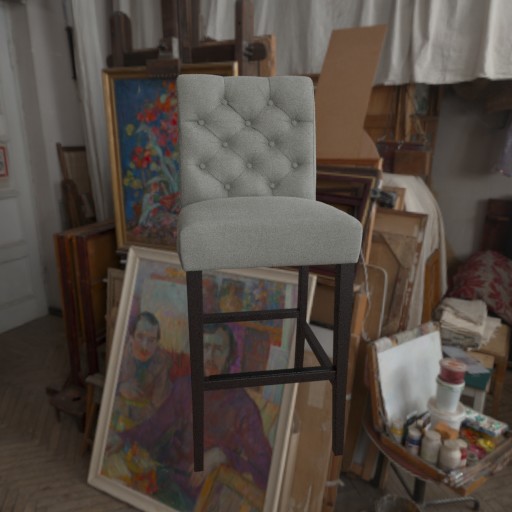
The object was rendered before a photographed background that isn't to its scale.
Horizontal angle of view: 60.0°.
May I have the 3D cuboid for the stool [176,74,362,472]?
[{"bbox_3d":[0.000,0.000,1.439,0.493,1.140,0.601,-3,17,-8],"label":"stool"}]
